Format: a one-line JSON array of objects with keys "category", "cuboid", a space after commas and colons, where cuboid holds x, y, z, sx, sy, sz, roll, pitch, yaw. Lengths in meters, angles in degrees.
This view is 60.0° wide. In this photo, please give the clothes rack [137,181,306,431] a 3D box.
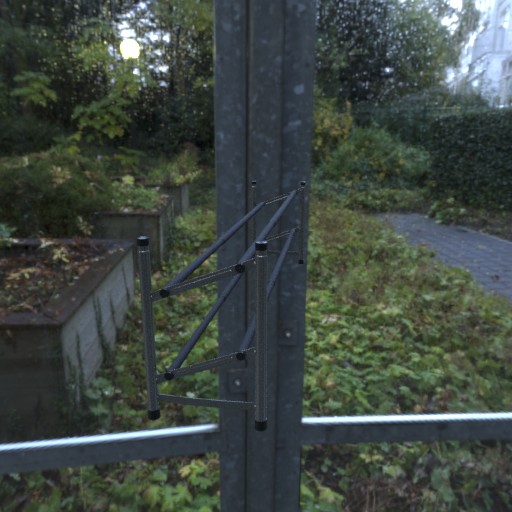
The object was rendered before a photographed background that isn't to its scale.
[{"category": "clothes rack", "cuboid": [0.000, 0.000, 1.330, 0.229, 0.349, 1.168, 2, 15, 9]}]
